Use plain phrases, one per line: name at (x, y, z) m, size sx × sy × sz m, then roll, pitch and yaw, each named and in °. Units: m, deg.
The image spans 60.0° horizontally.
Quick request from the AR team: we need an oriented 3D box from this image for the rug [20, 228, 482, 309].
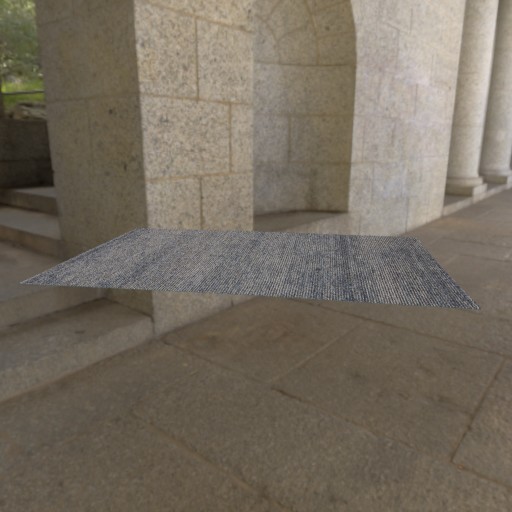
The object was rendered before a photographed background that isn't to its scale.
rug at (0.000, 0.000, 2.177) m, size 1.740 × 0.010 × 1.135 m, roll 2°, pitch 15°, yaw 9°
